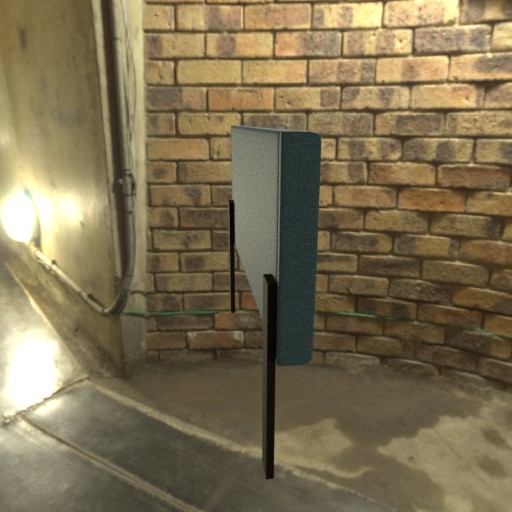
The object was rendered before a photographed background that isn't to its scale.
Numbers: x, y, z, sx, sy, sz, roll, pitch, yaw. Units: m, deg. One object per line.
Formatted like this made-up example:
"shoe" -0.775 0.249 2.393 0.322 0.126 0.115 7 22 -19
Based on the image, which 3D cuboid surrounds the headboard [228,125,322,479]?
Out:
"headboard" 0.000 0.000 2.731 0.184 1.524 2.051 -2 17 -8
